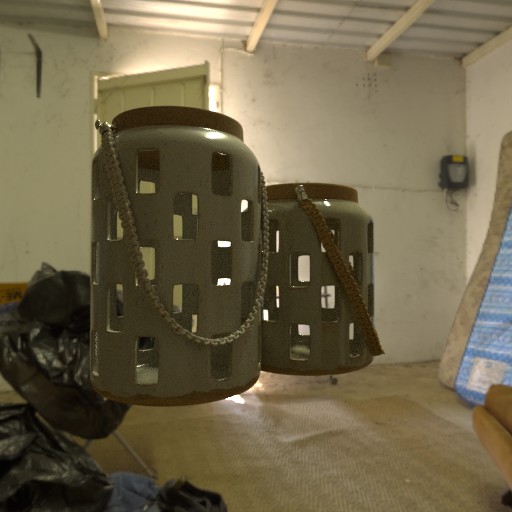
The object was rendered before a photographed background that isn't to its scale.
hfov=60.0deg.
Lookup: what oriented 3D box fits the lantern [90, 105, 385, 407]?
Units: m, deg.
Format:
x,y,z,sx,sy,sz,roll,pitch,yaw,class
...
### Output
x,y,z,sx,sy,sz,roll,pitch,yaw,class
0.000,0.000,0.489,0.347,0.255,0.184,1,-1,-37,lantern
